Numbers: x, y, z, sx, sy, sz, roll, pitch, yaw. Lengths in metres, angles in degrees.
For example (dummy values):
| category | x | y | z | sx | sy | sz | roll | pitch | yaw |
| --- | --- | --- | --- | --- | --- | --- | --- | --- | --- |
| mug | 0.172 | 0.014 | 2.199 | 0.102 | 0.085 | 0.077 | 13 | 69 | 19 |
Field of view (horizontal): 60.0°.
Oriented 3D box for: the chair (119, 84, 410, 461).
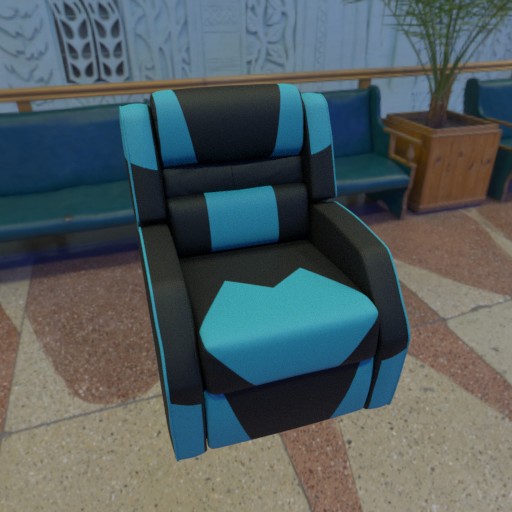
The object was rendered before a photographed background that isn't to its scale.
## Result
| category | x | y | z | sx | sy | sz | roll | pitch | yaw |
| --- | --- | --- | --- | --- | --- | --- | --- | --- | --- |
| chair | 0.000 | 0.000 | 1.242 | 0.620 | 0.805 | 0.672 | -9 | 32 | -15 |
